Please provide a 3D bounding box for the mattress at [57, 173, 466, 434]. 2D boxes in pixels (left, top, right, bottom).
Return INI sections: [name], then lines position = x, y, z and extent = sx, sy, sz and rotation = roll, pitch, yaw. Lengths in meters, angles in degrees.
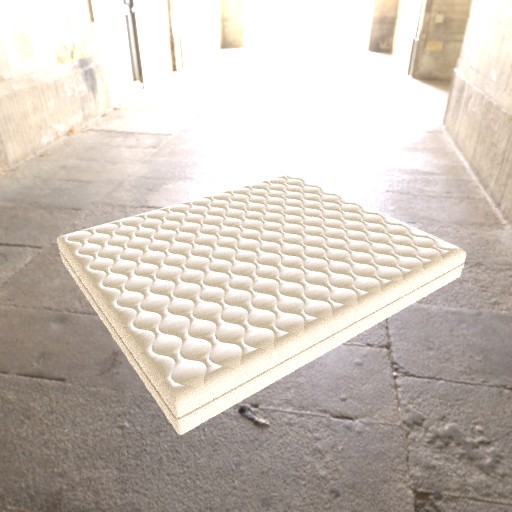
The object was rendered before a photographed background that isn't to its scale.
[mattress]
position = 0.000, 0.000, 2.696
extent = 1.900, 0.200, 1.600
rotation = -21, 37, -30
